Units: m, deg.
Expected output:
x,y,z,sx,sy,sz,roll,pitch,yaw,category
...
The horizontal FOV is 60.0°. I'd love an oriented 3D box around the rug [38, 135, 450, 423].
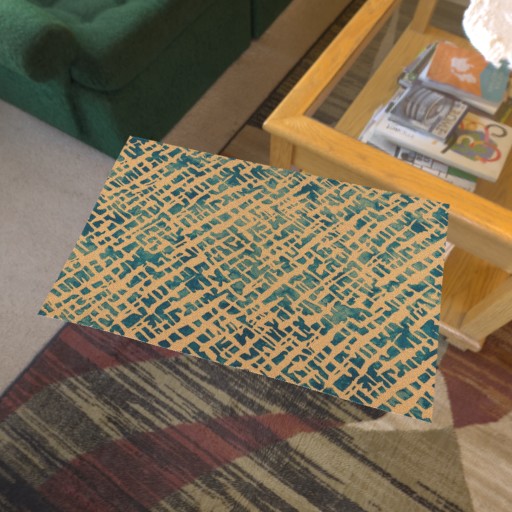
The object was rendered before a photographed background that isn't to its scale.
x,y,z,sx,sy,sz,roll,pitch,yaw,category
0.000,0.000,2.964,2.447,0.011,1.520,14,63,7,rug
